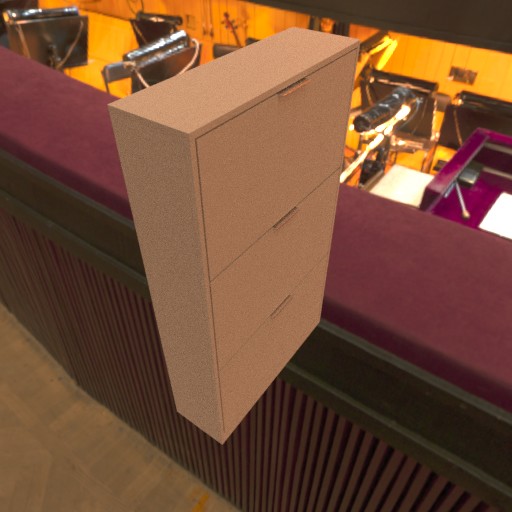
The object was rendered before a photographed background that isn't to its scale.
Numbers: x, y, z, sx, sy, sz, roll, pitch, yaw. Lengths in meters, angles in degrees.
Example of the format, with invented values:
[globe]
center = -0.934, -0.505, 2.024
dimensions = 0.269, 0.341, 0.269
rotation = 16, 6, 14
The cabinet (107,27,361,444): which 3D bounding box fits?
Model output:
[cabinet]
center = 0.000, 0.000, 1.551
dimensions = 0.250, 1.280, 0.750
rotation = 26, 47, 26
